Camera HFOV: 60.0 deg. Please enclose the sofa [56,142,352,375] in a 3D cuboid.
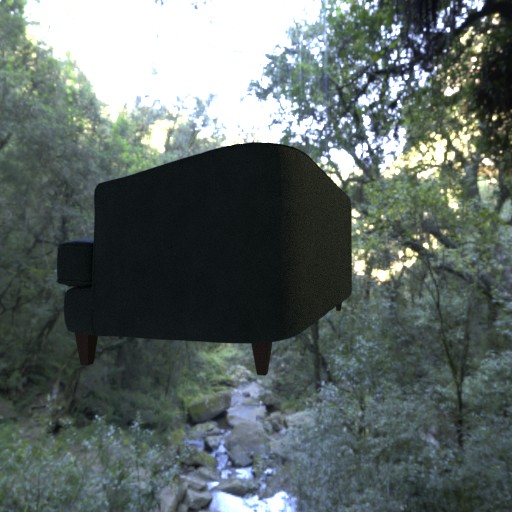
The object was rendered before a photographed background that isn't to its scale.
[{"bbox_3d":[0.000,0.000,2.642,0.941,0.855,2.278,0,0,19],"label":"sofa"}]
